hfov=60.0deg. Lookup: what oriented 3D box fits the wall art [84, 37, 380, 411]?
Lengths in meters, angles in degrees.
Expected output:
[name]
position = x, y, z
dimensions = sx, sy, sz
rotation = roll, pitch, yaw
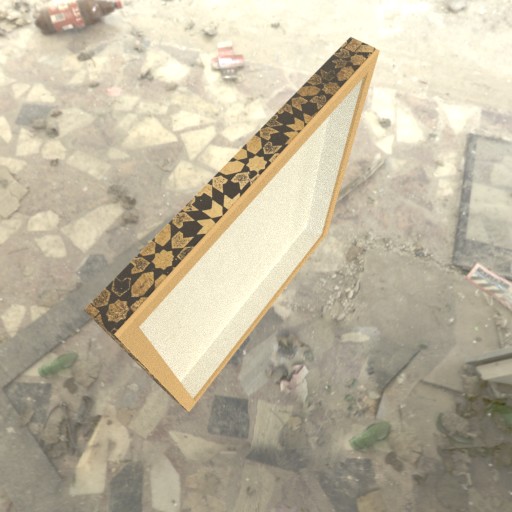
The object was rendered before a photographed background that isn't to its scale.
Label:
[wall art]
position = 0.000, 0.000, 0.598
dimensions = 0.038, 0.405, 0.405
rotation = 34, 68, 16
